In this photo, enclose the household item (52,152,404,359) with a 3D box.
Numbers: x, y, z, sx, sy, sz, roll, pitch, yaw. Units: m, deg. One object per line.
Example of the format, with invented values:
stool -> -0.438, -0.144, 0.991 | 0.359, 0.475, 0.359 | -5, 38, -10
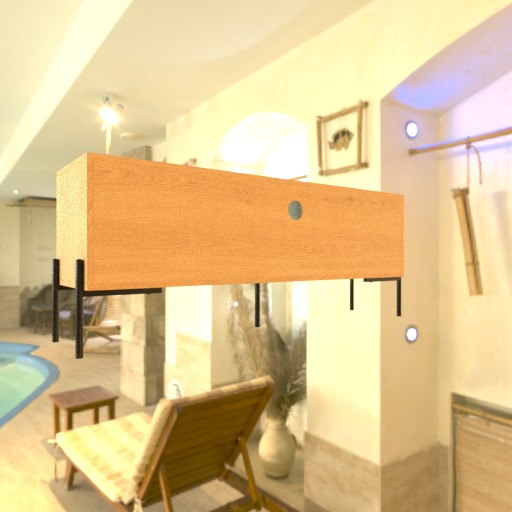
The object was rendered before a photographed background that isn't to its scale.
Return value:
household item -> 0.000, 0.000, 1.886 | 1.550, 0.600, 0.400 | 0, 0, -36
